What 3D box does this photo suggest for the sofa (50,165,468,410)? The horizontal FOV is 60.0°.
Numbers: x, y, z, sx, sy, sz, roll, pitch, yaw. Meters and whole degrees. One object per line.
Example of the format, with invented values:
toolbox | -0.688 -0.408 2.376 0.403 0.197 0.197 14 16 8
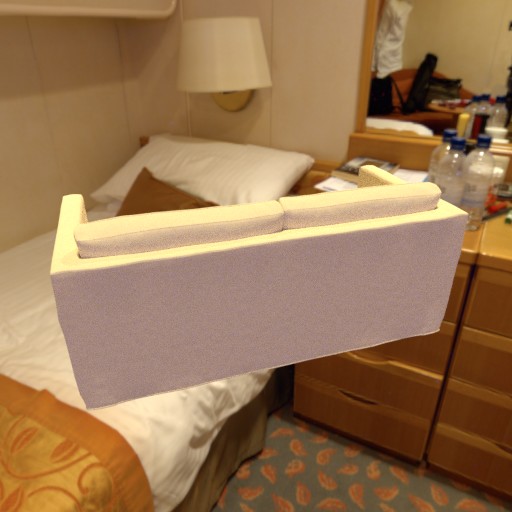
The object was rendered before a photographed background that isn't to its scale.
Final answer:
sofa | 0.000 0.000 2.467 1.987 0.870 0.940 -9 29 -16
